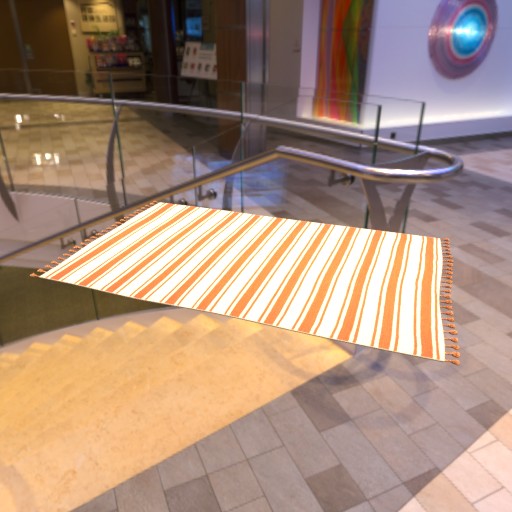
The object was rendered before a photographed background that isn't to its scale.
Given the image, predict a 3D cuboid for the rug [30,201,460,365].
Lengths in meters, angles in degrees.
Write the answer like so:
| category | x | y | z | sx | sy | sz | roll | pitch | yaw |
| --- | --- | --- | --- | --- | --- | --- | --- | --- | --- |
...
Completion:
| category | x | y | z | sx | sy | sz | roll | pitch | yaw |
| --- | --- | --- | --- | --- | --- | --- | --- | --- | --- |
| rug | 0.000 | 0.000 | 2.502 | 2.092 | 0.017 | 1.232 | 9 | 28 | 18 |
